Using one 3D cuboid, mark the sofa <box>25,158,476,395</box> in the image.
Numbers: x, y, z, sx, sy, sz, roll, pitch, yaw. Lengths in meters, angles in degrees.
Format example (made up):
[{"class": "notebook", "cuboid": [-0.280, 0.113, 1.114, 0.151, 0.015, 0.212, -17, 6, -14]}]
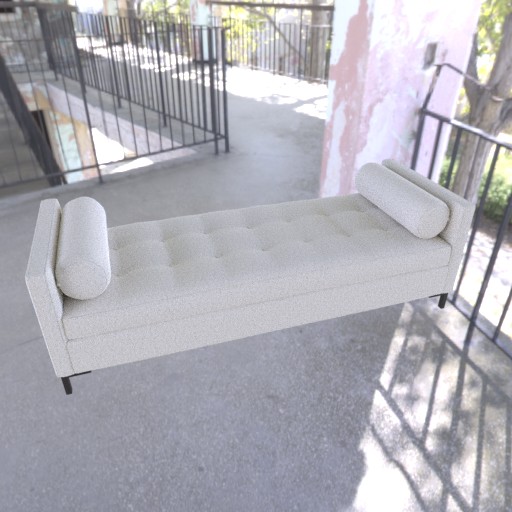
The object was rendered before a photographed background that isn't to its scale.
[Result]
[{"class": "sofa", "cuboid": [0.000, 0.000, 2.286, 1.985, 0.641, 0.746, -10, 33, -15]}]
